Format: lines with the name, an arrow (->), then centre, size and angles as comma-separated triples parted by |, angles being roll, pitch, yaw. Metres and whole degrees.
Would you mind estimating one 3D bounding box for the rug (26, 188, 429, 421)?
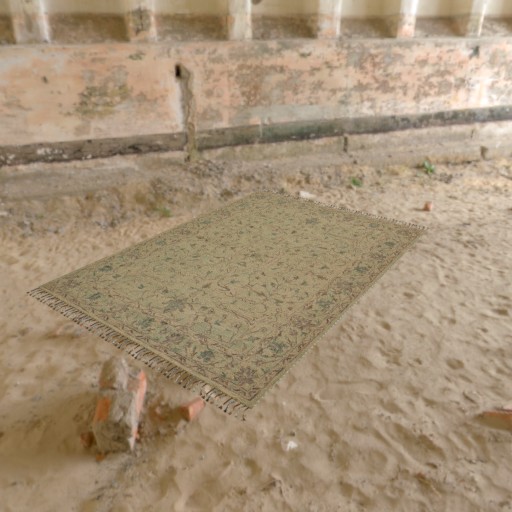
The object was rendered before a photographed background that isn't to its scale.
rug -> 0.000, 0.000, 2.293 | 1.247, 0.008, 1.802 | 19, 33, 32
